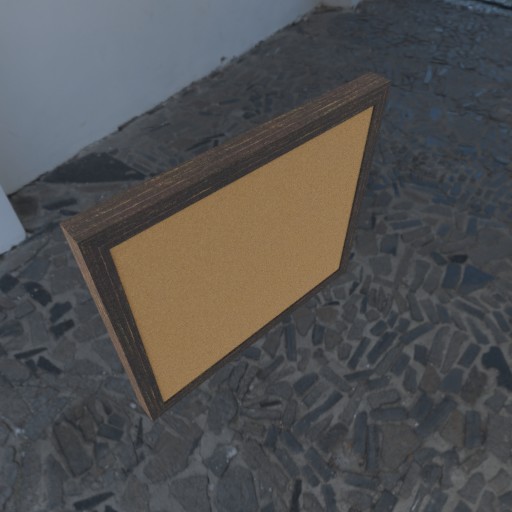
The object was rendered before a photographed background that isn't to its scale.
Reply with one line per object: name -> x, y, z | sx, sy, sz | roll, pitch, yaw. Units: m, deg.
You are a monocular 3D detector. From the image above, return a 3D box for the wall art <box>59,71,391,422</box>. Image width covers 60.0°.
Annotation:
wall art -> 0.000, 0.000, 0.541 | 0.381, 0.330, 0.031 | -34, 56, -27
